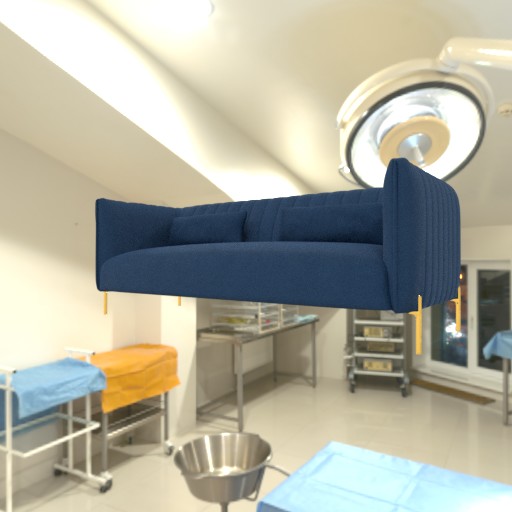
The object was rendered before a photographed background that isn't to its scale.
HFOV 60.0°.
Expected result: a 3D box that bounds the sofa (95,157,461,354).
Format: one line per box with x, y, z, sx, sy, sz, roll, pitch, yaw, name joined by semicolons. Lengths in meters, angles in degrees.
0.000;0.000;2.653;2.136;0.793;0.896;0;0;37;sofa
